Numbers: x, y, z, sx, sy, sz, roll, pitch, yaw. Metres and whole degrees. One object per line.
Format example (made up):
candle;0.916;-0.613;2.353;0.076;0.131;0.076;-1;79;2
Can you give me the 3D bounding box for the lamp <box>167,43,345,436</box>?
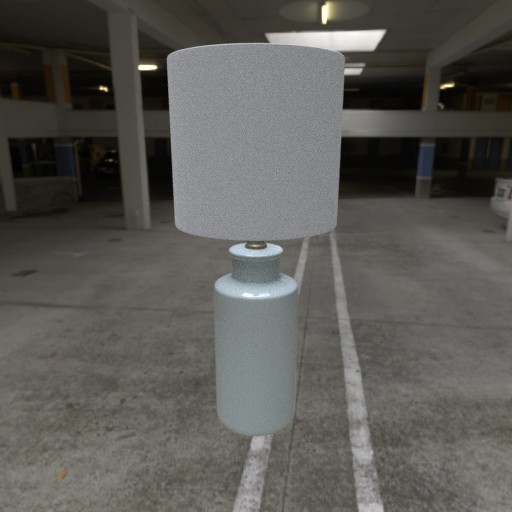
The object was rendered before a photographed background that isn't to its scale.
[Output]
lamp;0.000;0.000;0.603;0.212;0.493;0.212;2;16;8
